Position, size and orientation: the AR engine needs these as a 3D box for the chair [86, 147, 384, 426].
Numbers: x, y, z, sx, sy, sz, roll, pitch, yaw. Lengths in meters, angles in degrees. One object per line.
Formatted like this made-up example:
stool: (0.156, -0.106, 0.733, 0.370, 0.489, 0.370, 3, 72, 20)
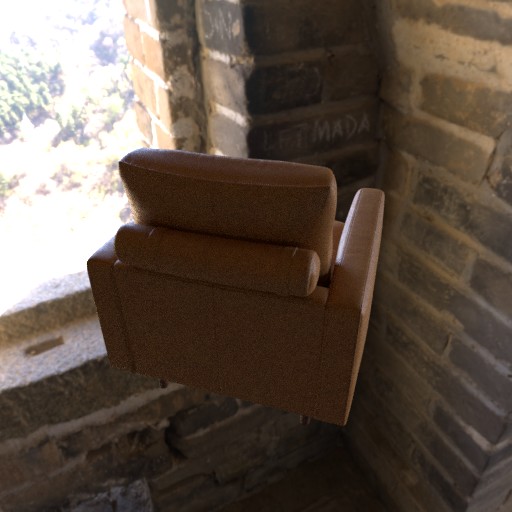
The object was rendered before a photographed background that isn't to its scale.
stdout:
chair: (0.000, 0.000, 1.573, 0.831, 0.896, 0.868, 9, 33, 15)
